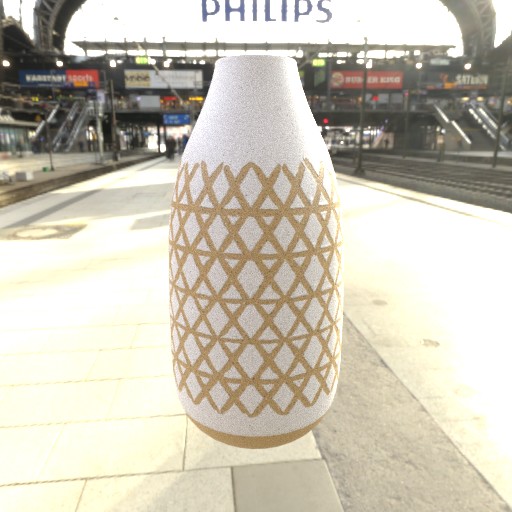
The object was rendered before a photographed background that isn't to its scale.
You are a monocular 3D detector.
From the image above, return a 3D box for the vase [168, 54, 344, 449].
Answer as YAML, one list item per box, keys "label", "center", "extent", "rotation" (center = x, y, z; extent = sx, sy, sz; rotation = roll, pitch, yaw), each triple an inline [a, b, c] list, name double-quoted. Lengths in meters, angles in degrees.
- label: "vase"
  center: [0.000, 0.000, 0.467]
  extent: [0.186, 0.380, 0.186]
  rotation: [0, 15, 0]
